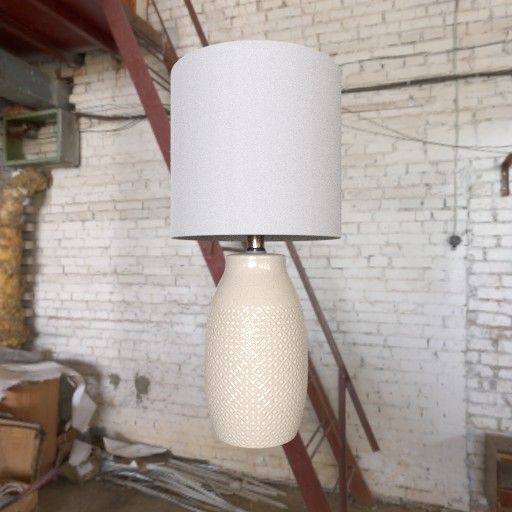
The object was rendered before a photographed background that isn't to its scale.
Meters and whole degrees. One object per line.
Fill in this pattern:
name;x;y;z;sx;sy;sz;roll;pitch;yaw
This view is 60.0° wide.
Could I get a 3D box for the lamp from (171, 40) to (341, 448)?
lamp;0.000;0.000;0.572;0.217;0.453;0.217;0;0;-35
